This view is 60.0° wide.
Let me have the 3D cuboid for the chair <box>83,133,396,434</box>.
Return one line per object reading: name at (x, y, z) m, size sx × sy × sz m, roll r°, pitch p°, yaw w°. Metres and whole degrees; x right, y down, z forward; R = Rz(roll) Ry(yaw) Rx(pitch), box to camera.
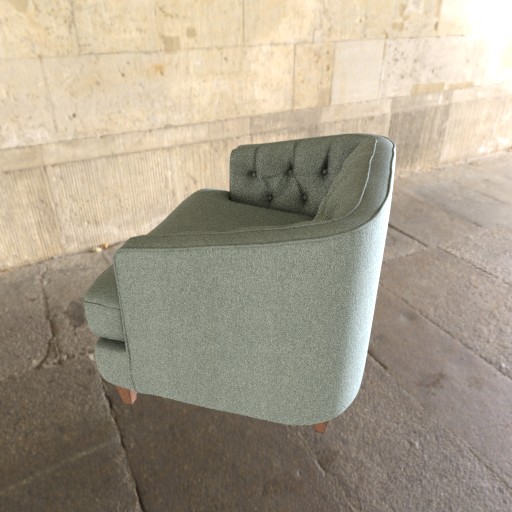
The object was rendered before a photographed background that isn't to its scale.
chair at (0.000, 0.000, 1.752) m, size 0.945 × 0.852 × 1.094 m, roll 9°, pitch 31°, yaw 15°
